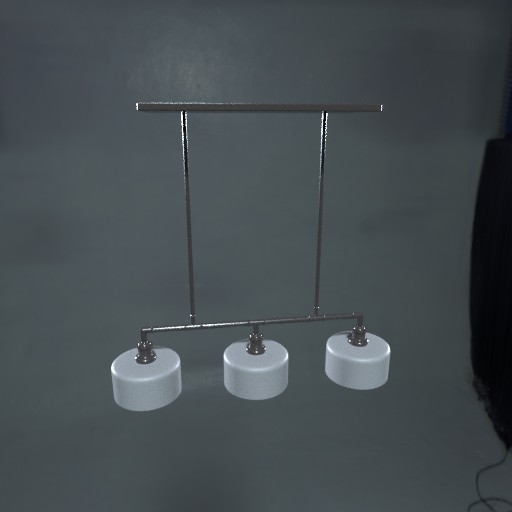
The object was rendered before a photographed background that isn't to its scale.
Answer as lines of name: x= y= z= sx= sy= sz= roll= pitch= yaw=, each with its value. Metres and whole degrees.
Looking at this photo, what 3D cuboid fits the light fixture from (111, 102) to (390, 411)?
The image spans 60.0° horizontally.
light fixture: x=0.000 y=0.000 z=0.864 sx=0.582 sy=0.557 sz=0.177 roll=-3 pitch=17 yaw=-9
